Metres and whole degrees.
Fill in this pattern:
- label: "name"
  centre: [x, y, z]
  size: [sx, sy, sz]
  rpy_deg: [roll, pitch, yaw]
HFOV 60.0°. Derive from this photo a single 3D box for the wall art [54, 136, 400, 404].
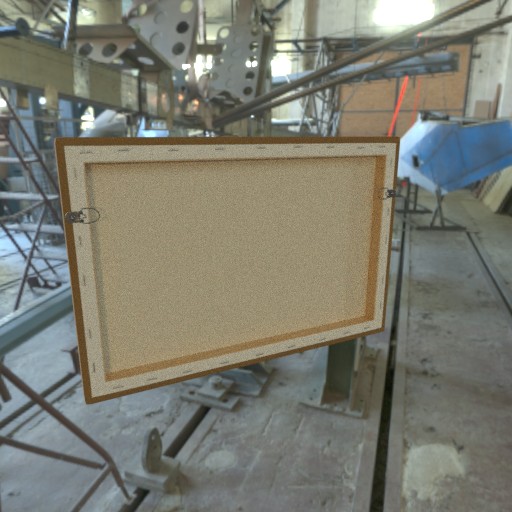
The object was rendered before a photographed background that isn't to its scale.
- label: "wall art"
  centre: [0.000, 0.000, 0.488]
  size: [0.380, 0.254, 0.019]
  rpy_deg: [-8, 17, -26]
